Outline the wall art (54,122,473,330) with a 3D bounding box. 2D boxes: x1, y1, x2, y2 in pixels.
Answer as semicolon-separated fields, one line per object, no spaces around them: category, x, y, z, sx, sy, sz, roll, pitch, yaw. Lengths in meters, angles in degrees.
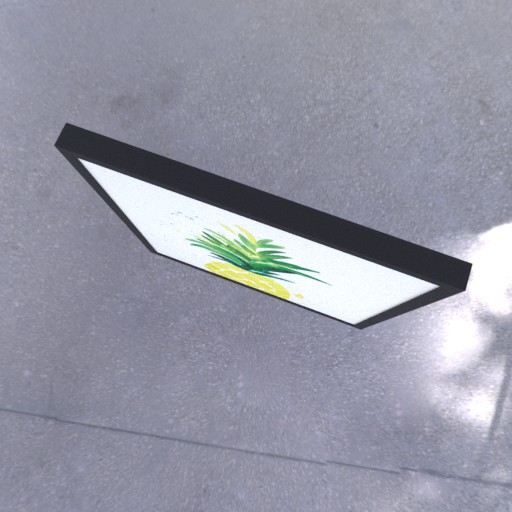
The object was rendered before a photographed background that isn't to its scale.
wall art;0.000;0.000;0.762;0.508;0.507;0.033;20;77;5
